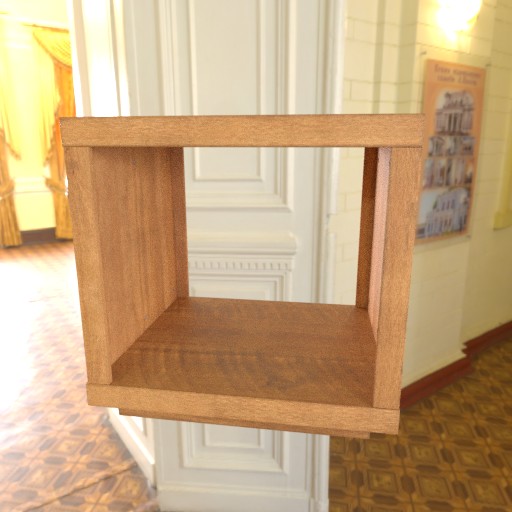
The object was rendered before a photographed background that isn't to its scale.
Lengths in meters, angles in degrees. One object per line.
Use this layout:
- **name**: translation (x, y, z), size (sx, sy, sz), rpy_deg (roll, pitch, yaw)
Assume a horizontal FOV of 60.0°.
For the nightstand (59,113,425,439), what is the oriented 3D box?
- **nightstand**: translation (0.000, 0.000, 0.850), size (0.493, 0.491, 0.436), rpy_deg (2, 14, 9)
